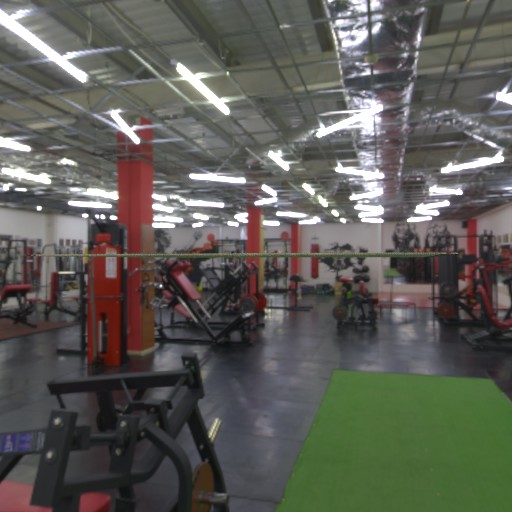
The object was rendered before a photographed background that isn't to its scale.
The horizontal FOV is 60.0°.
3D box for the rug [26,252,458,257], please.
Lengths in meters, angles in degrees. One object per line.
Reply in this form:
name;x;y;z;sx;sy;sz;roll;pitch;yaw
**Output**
rug;0.000;0.000;2.312;1.802;0.008;1.247;0;-1;18
